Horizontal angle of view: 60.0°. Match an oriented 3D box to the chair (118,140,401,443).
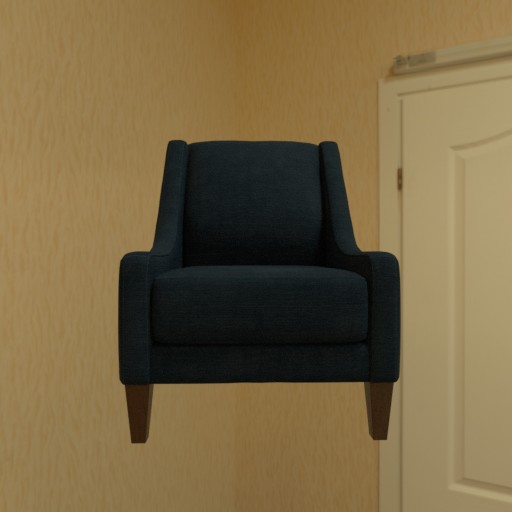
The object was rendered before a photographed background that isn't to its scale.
[{"bbox_3d":[0.000,0.000,1.585,0.774,1.014,0.870,0,0,-2],"label":"chair"}]
